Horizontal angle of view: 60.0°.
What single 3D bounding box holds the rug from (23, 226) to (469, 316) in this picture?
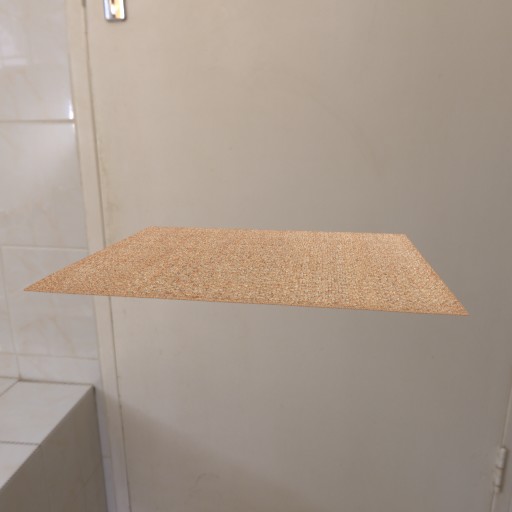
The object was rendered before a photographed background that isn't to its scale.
[{"bbox_3d":[0.000,0.000,4.100,3.048,0.013,2.439,2,15,9],"label":"rug"}]
